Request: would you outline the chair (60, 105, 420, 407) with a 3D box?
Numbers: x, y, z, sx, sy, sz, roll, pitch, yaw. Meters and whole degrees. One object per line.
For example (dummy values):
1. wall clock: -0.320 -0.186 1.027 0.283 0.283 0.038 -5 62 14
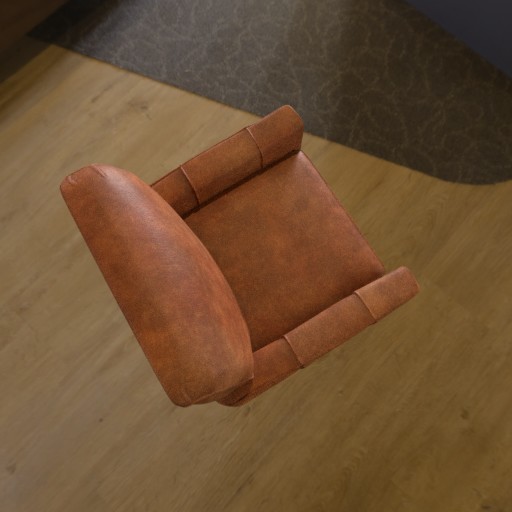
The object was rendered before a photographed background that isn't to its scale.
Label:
1. chair: 0.000 0.000 1.609 0.836 1.043 0.843 -30 77 -8
